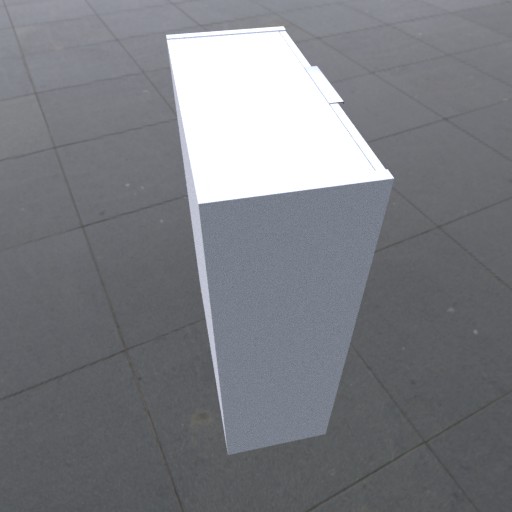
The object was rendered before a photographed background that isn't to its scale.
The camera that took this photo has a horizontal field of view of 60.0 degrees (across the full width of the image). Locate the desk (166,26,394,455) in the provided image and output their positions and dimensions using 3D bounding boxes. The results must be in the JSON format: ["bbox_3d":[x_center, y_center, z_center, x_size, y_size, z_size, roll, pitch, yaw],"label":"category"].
[{"bbox_3d":[0.000,0.000,1.535,0.390,1.190,0.850,-9,46,-8],"label":"desk"}]
